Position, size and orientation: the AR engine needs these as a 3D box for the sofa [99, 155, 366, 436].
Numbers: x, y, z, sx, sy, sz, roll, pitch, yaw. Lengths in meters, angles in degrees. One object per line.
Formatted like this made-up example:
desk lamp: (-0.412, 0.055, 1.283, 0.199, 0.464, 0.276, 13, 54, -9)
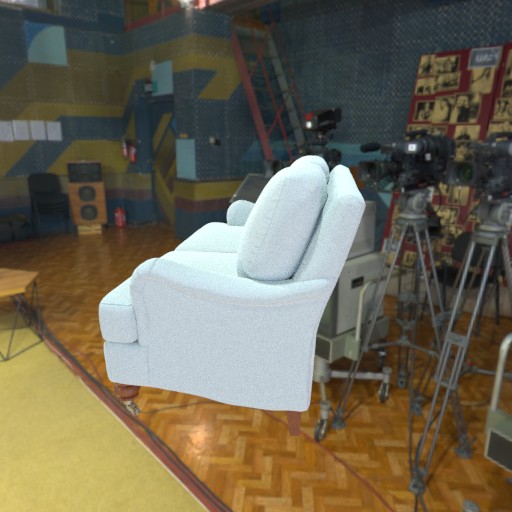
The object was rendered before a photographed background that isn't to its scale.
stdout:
sofa: (0.000, 0.000, 2.600, 1.084, 1.101, 1.853, 2, 15, 9)
